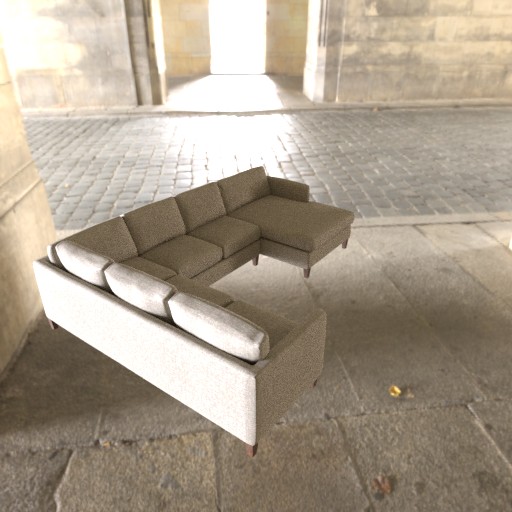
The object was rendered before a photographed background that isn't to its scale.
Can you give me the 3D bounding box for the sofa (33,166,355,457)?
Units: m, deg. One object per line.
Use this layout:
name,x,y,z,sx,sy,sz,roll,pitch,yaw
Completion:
sofa,0.000,0.000,4.686,2.593,0.959,3.460,19,33,32
